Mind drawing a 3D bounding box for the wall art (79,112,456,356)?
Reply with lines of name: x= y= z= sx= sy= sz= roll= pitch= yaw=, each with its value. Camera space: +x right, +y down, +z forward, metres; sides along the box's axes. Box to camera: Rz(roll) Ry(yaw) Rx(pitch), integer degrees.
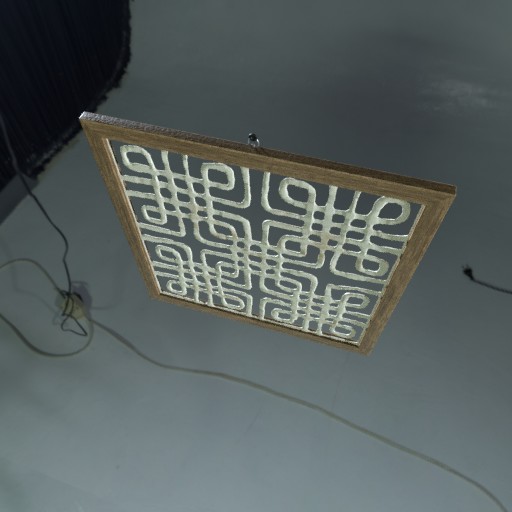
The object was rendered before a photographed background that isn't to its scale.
wall art: x=0.000 y=0.000 z=0.861 sx=0.561 sy=0.582 sz=0.021 roll=14 pitch=56 yaw=9
